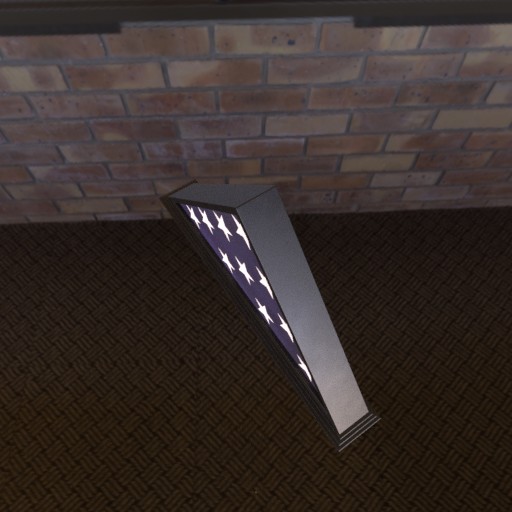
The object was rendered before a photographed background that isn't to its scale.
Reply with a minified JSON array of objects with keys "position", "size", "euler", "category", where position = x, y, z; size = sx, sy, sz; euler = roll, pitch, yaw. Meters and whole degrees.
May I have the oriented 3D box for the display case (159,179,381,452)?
[{"position":[0.000,0.000,0.747],"size":[0.095,0.340,0.640],"euler":[-31,66,-15],"category":"display case"}]
